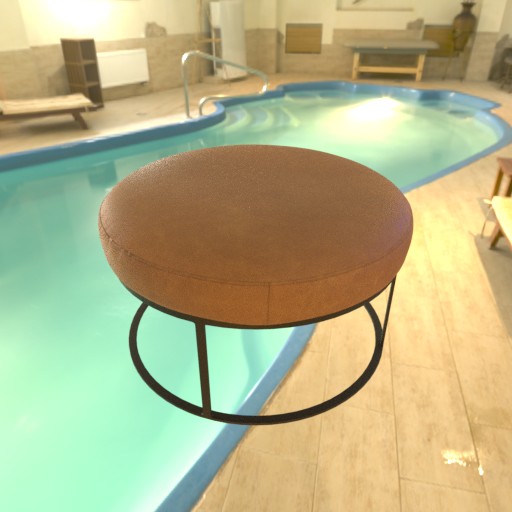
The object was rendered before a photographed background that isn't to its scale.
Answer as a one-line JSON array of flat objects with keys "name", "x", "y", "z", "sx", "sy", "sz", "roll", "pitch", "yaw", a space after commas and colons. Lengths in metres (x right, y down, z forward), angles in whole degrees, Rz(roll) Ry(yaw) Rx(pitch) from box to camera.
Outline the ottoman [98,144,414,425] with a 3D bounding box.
[{"name": "ottoman", "x": 0.000, "y": 0.000, "z": 1.204, "sx": 0.771, "sy": 0.460, "sz": 0.771, "roll": 0, "pitch": 31, "yaw": 0}]
